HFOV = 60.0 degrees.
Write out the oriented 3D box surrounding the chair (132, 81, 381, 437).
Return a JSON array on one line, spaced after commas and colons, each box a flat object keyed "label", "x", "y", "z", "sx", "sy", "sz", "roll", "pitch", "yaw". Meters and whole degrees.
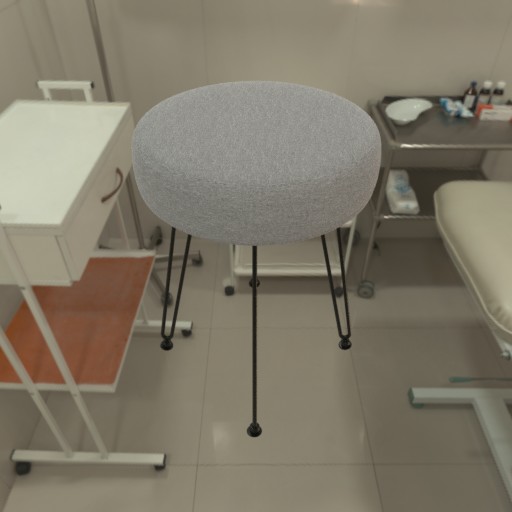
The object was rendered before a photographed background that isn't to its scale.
[{"label": "chair", "x": 0.000, "y": 0.000, "z": 0.668, "sx": 0.350, "sy": 0.440, "sz": 0.350, "roll": 0, "pitch": 41, "yaw": 0}]
